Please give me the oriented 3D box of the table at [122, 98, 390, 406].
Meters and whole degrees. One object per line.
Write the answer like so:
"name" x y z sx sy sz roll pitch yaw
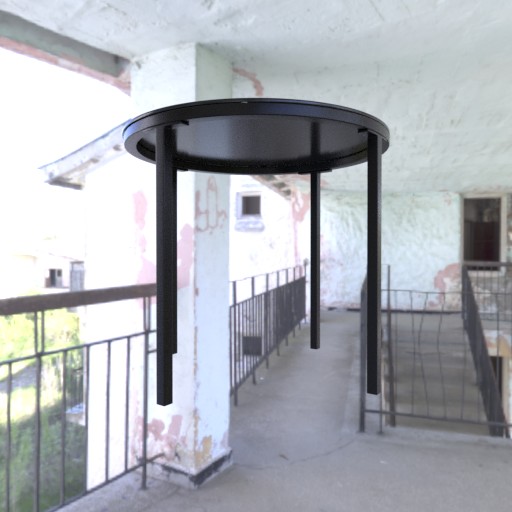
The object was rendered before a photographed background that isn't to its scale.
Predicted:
"table" 0.000 0.000 0.863 0.499 0.443 0.499 0 1 0
